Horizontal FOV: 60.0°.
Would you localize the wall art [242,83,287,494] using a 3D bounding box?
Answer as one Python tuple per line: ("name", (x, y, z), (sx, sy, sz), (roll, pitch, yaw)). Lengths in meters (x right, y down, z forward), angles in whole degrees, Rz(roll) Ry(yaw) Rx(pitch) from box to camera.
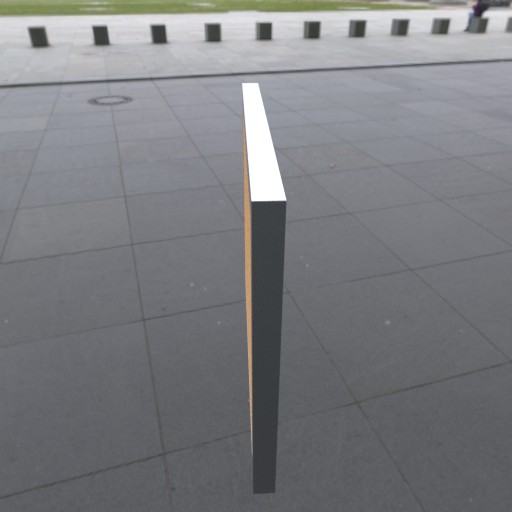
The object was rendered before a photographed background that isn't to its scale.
("wall art", (0.000, 0.000, 0.752), (0.032, 0.456, 0.557), (-1, 31, -2))
